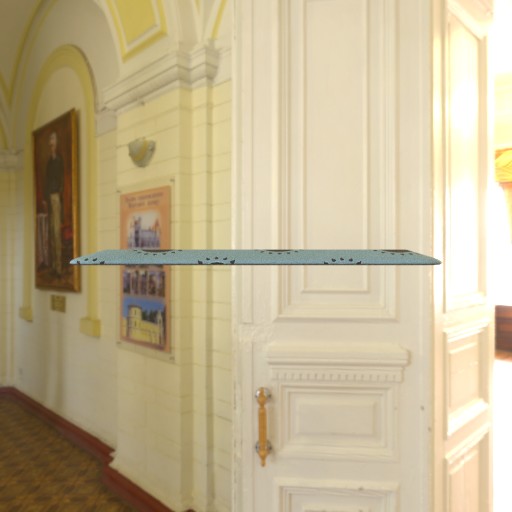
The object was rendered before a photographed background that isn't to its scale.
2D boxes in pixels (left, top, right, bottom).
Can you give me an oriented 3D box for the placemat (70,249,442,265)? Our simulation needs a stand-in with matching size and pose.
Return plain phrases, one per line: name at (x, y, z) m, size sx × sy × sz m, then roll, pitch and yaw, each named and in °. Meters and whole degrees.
placemat at (0.000, 0.000, 0.954) m, size 0.508 × 0.021 × 0.762 m, roll 0°, pitch 0°, yaw 0°
